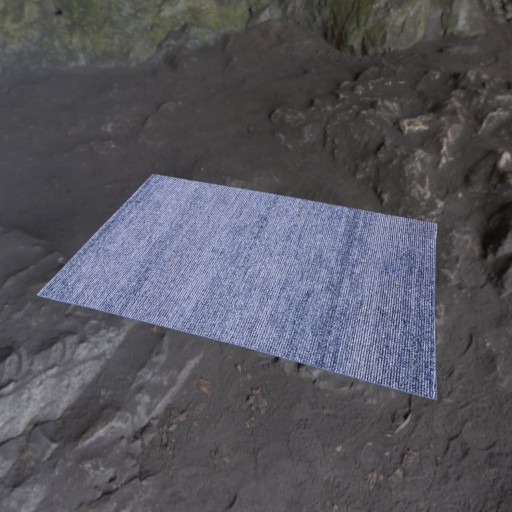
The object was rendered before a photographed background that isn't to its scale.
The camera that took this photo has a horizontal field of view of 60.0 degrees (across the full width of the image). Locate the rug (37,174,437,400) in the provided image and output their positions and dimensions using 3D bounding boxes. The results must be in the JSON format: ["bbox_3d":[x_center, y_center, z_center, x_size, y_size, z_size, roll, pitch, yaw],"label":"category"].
[{"bbox_3d":[0.000,0.000,2.262,1.777,0.021,1.145,12,42,13],"label":"rug"}]
